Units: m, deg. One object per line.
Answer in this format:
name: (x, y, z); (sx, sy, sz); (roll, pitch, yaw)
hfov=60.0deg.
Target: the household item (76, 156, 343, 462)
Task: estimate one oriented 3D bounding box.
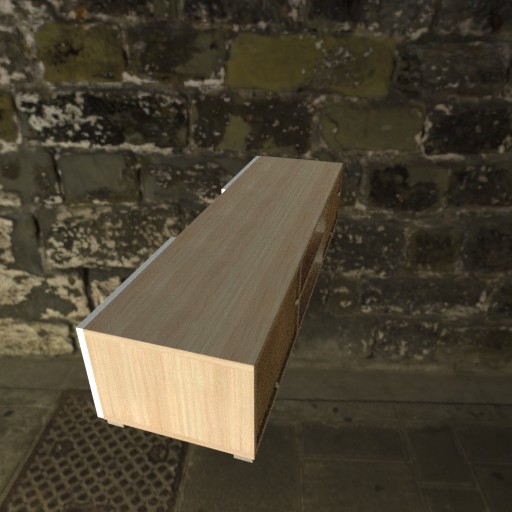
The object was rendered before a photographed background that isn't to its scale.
household item: (0.000, 0.000, 1.601); (0.420, 0.310, 1.400); (8, 30, 15)
